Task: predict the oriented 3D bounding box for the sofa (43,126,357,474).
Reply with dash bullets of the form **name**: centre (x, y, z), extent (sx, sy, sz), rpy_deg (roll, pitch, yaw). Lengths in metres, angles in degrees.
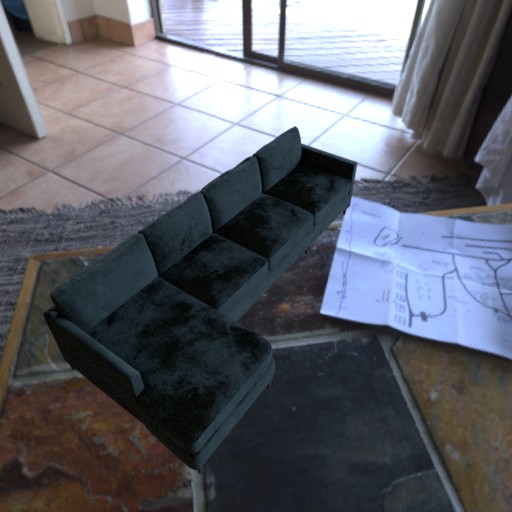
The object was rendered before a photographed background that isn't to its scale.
- **sofa**: centre (0.000, 0.000, 4.093), extent (1.500, 0.967, 3.400), rpy_deg (26, 48, 26)
